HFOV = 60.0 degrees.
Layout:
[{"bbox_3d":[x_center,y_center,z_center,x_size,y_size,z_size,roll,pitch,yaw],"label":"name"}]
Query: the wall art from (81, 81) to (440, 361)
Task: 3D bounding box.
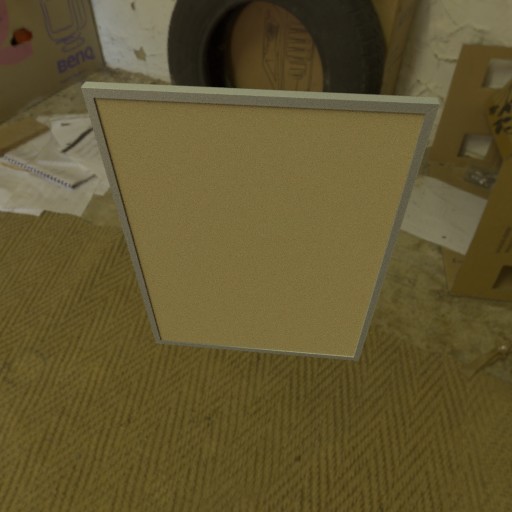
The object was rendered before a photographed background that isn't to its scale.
[{"bbox_3d":[0.000,0.000,1.356,0.789,1.042,0.034,4,46,4],"label":"wall art"}]
